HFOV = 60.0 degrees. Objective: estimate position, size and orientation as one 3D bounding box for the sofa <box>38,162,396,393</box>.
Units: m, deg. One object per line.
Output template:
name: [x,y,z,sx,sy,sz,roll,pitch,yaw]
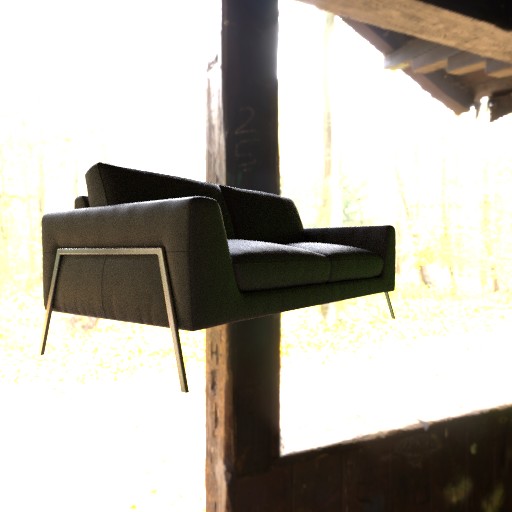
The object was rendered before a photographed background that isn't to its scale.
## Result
sofa: [0.000,0.000,2.511,0.953,0.875,2.017,0,0,36]
